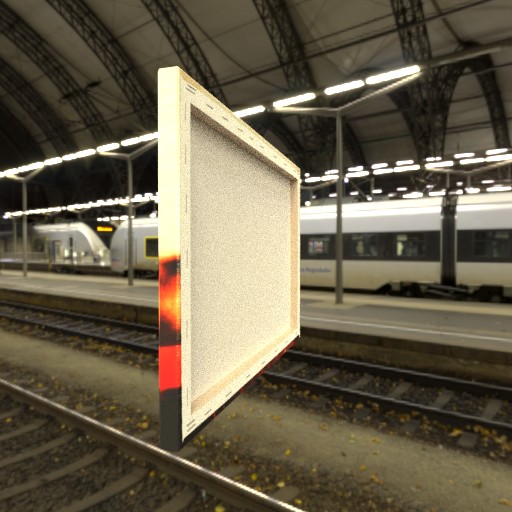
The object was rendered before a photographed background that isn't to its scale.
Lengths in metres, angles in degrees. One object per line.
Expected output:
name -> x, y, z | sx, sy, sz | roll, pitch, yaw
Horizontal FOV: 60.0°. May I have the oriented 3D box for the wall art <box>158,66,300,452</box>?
wall art -> 0.000, 0.000, 1.133 | 0.038, 0.602, 0.918 | 0, 1, 17
